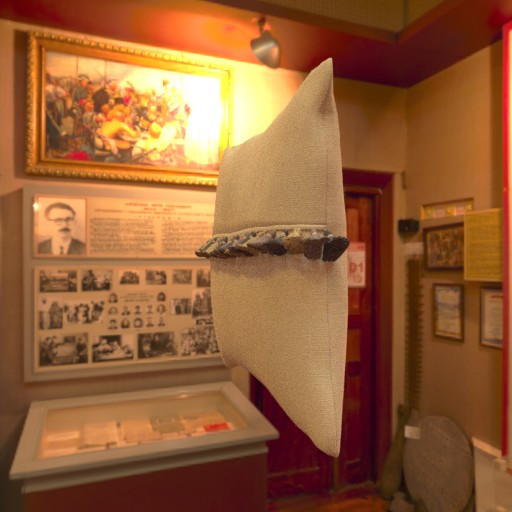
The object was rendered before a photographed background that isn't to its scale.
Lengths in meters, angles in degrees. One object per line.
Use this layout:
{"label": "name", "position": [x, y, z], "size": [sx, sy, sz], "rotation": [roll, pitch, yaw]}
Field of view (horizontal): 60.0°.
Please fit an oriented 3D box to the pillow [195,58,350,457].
{"label": "pillow", "position": [0.000, 0.000, 0.741], "size": [0.165, 0.481, 0.489], "rotation": [0, -1, -19]}
